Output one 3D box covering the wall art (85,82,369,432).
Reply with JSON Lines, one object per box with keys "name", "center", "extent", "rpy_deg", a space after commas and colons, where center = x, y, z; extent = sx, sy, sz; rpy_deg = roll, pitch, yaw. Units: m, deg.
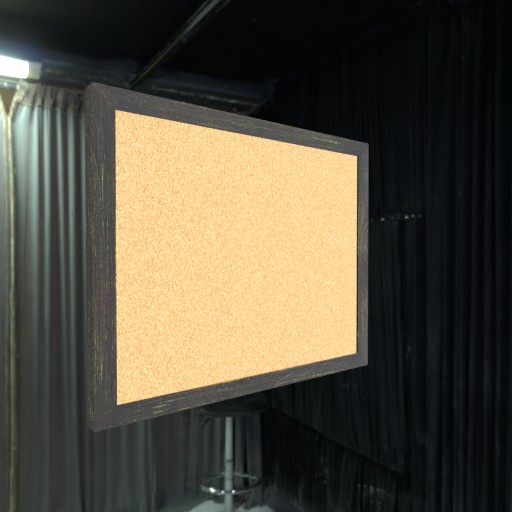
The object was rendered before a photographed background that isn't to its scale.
{"name": "wall art", "center": [0.000, 0.000, 0.760], "extent": [0.558, 0.457, 0.032], "rpy_deg": [-1, 1, -37]}
